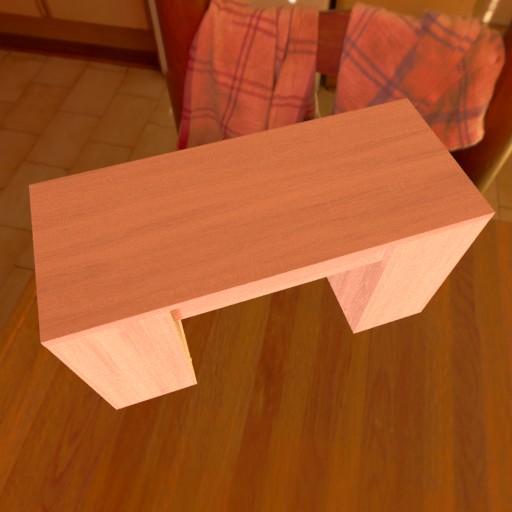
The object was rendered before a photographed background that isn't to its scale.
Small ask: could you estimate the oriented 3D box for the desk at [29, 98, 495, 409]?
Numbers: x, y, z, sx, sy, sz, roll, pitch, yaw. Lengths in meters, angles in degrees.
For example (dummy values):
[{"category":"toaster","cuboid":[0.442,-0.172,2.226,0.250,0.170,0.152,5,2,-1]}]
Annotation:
[{"category":"desk","cuboid":[0.000,0.000,1.741,1.390,0.740,0.600,-16,59,-9]}]
